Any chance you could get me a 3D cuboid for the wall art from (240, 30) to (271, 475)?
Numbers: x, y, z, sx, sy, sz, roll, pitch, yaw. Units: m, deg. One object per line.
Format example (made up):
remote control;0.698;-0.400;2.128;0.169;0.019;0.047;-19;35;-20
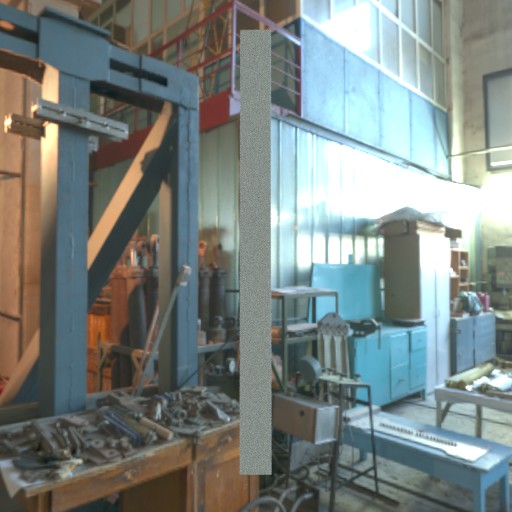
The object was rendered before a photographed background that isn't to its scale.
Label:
wall art;0.000;0.000;0.759;0.035;0.507;0.508;0;-2;0
